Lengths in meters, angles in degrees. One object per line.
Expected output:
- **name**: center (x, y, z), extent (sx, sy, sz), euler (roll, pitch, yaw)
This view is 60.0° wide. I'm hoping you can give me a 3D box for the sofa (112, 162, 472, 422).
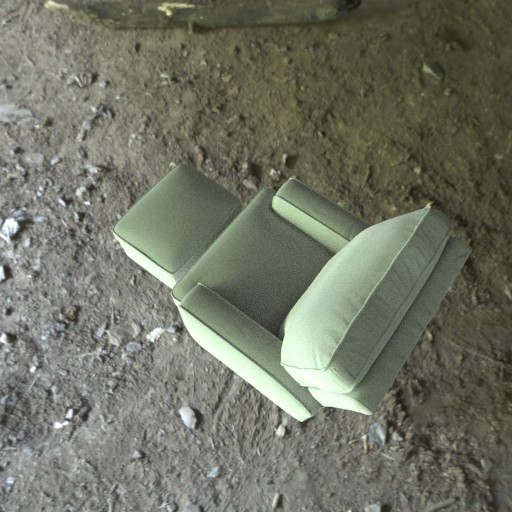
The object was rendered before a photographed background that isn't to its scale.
- **sofa**: center (0.000, 0.000, 2.037), extent (1.472, 0.959, 0.861), euler (34, 68, 16)
